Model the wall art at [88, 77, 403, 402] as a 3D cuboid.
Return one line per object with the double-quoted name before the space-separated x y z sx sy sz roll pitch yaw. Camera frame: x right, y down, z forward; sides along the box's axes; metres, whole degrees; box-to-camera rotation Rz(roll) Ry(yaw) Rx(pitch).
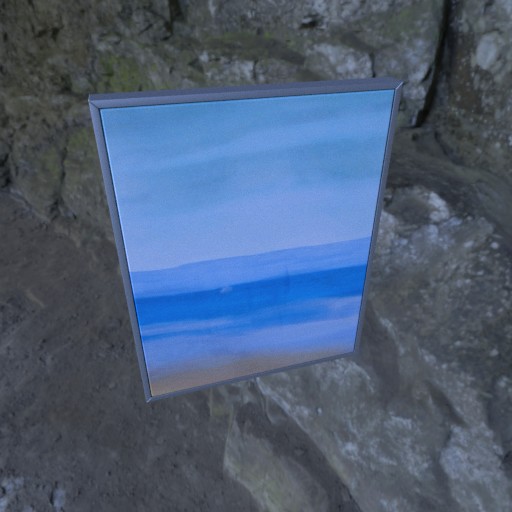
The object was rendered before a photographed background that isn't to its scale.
"wall art" 0.000 0.000 0.764 0.445 0.553 0.039 -9 33 -14
